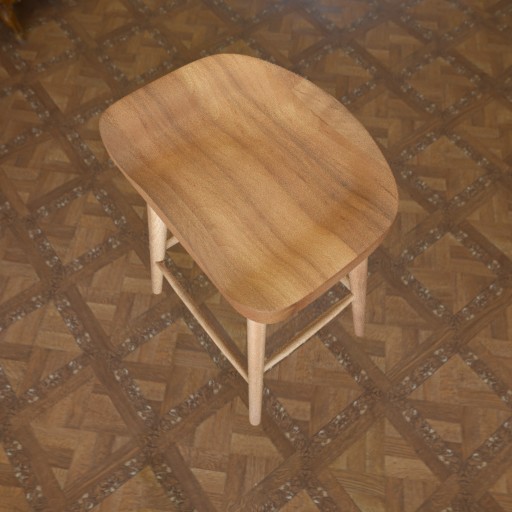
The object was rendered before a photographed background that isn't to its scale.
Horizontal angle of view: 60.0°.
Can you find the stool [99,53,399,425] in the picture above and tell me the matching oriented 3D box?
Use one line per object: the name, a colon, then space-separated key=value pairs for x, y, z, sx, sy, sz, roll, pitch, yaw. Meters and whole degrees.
stool: x=0.000 y=0.000 z=0.869 sx=0.361 sy=0.615 sz=0.440 roll=-35 pitch=68 yaw=-17
